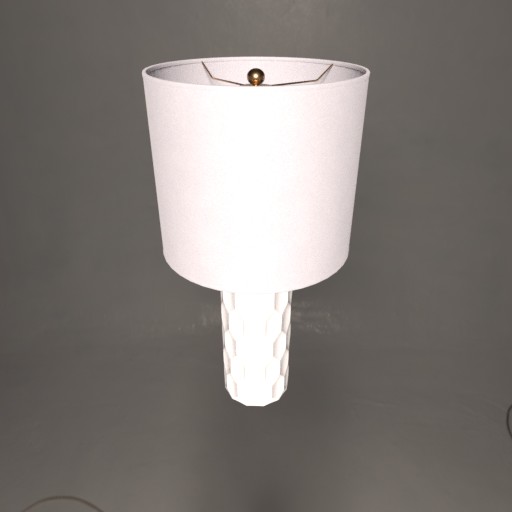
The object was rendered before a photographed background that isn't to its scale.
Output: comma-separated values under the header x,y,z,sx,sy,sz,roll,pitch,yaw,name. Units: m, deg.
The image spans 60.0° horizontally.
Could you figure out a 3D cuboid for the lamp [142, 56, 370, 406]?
x,y,z,sx,sy,sz,roll,pitch,yaw,name
0.000,0.000,0.683,0.277,0.537,0.277,1,30,2,lamp
